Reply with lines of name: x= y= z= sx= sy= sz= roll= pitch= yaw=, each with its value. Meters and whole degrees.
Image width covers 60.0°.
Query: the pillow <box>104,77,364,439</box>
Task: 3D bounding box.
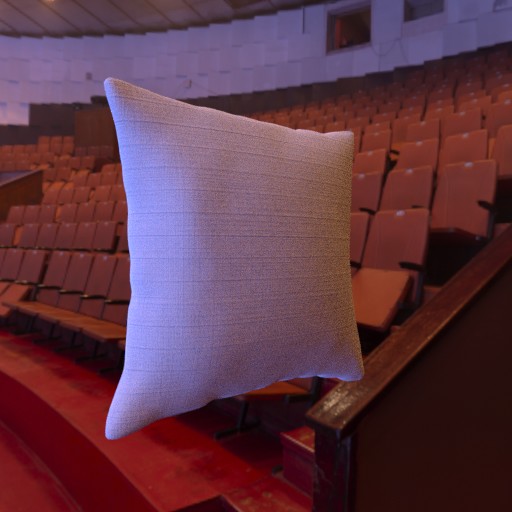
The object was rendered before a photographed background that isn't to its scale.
pillow: x=0.000 y=0.000 z=0.697 sx=0.470 sy=0.464 sz=0.175 roll=-1 pitch=1 yaw=-36
